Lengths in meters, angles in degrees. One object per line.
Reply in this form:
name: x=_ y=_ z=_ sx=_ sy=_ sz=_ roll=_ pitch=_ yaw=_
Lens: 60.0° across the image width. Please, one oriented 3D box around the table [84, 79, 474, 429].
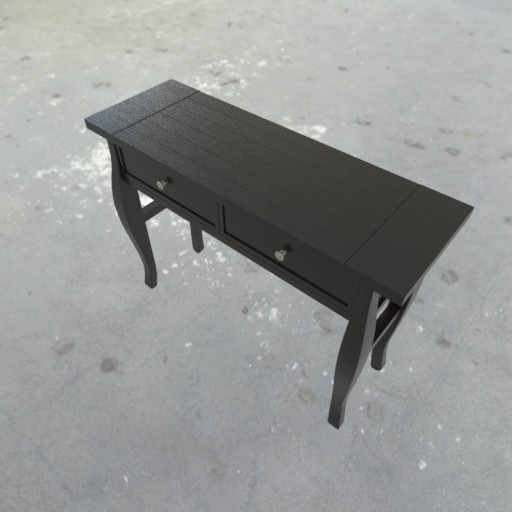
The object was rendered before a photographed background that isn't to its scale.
table: x=0.000 y=0.000 z=1.475 sx=1.062 sy=0.768 sz=0.373 roll=31 pitch=54 yaw=26
